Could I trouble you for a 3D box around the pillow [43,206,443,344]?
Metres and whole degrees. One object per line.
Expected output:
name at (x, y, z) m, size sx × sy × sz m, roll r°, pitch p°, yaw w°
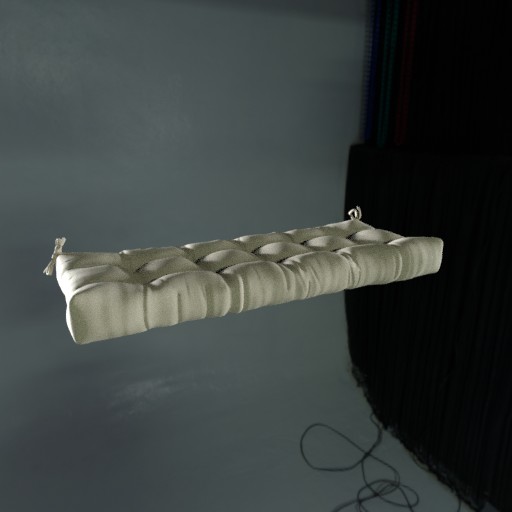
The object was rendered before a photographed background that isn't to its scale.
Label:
pillow at (0.000, 0.000, 1.384) m, size 1.194 × 0.174 × 0.511 m, roll -8°, pitch 18°, yaw -26°
